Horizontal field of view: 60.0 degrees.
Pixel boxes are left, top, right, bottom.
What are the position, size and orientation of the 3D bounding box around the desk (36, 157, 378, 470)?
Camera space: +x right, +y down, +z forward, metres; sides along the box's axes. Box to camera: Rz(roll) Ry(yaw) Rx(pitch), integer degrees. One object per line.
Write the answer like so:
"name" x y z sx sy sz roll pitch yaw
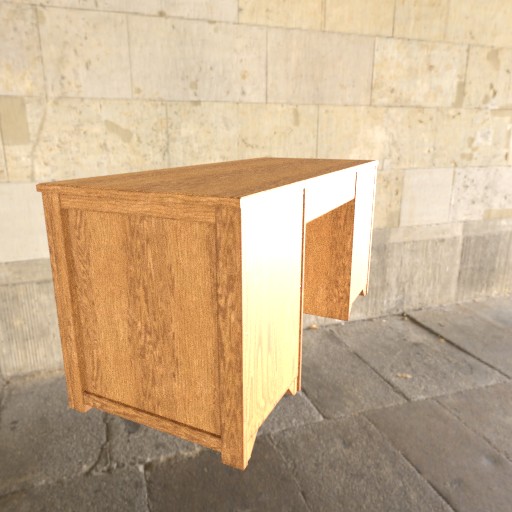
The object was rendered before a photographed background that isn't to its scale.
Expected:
"desk" 0.000 0.000 1.929 0.685 0.751 1.567 7 17 25
